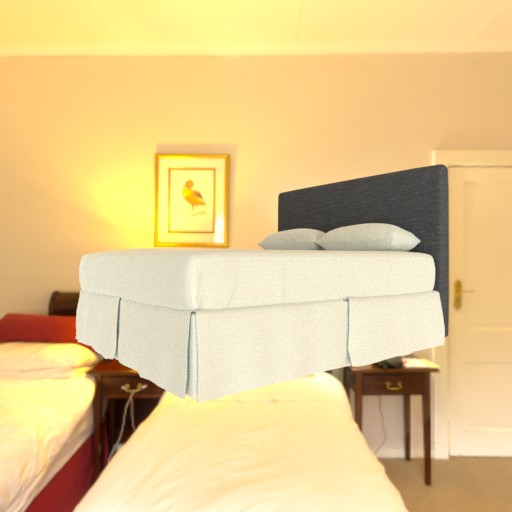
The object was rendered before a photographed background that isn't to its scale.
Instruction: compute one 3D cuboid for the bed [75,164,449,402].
[{"bbox_3d":[0.000,0.000,3.270,2.142,1.330,1.884,0,0,-37],"label":"bed"}]
